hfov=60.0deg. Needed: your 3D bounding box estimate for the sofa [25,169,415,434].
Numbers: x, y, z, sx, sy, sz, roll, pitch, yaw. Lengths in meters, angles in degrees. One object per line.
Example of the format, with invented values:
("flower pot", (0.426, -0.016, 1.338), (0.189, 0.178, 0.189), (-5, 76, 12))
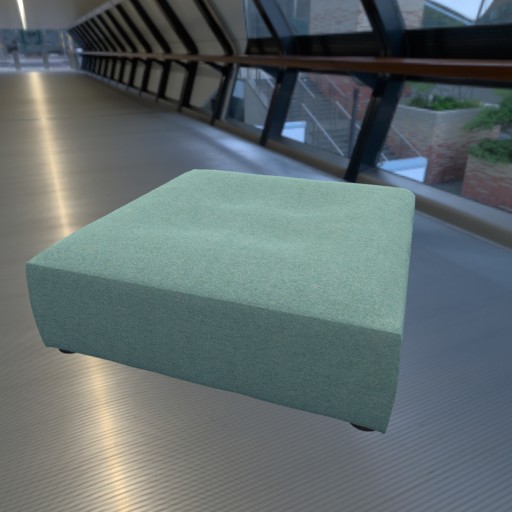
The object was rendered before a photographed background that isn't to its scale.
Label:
("sofa", (0.000, 0.000, 1.419), (0.930, 0.330, 0.930), (9, 27, 17))
